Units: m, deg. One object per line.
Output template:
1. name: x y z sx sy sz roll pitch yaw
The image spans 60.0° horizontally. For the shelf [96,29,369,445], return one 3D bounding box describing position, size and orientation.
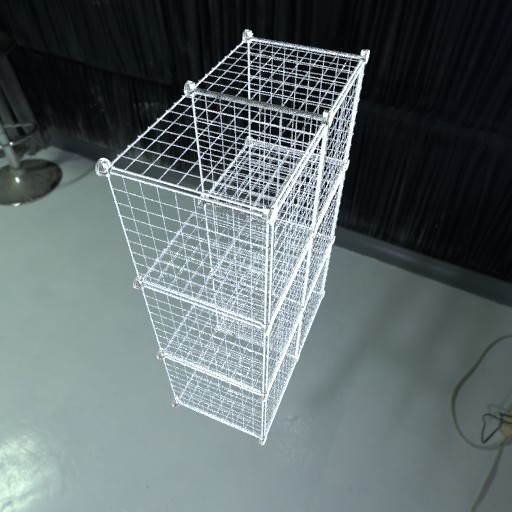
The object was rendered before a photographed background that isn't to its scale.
1. shelf: 0.000 0.000 1.393 0.356 1.067 0.711 17 50 15
